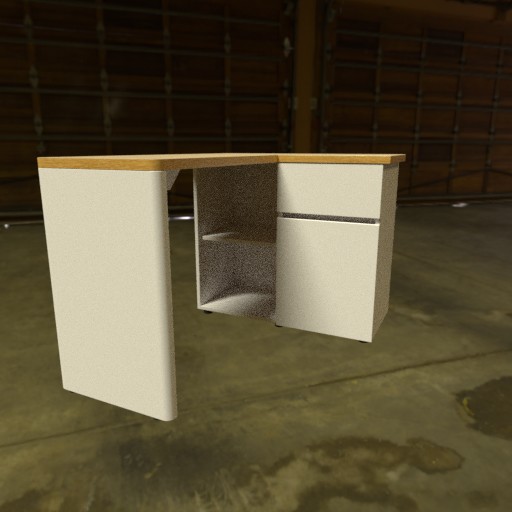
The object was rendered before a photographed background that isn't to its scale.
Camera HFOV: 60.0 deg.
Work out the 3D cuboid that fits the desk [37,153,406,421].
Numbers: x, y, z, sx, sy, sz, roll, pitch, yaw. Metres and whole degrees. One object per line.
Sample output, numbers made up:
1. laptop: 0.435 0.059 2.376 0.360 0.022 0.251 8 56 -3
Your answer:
1. desk: 0.000 0.000 1.720 0.900 0.760 1.170 7 15 25
